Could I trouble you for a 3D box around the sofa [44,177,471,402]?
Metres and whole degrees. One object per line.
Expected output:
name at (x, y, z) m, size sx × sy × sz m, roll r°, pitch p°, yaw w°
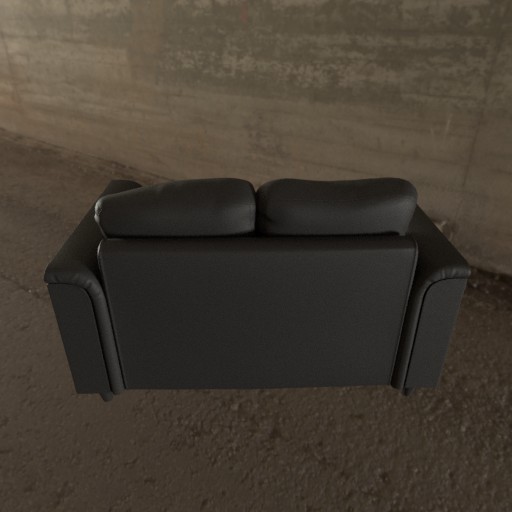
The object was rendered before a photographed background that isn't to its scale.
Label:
sofa at (0.000, 0.000, 1.896) m, size 1.386 × 0.845 × 0.887 m, roll -1°, pitch 30°, yaw -1°
